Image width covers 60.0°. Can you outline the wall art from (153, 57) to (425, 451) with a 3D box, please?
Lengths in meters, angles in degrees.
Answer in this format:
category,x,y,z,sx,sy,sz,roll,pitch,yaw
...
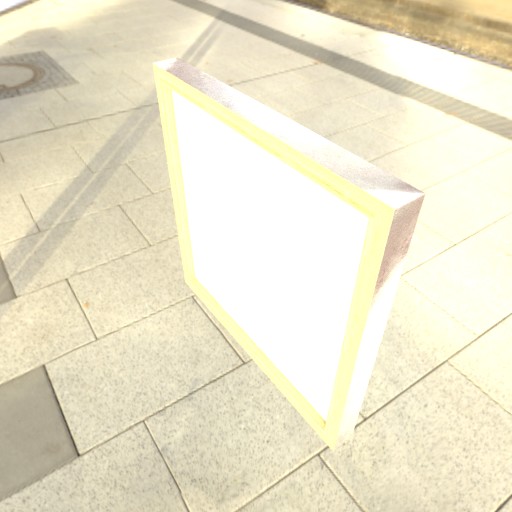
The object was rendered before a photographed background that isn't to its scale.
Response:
category,x,y,z,sx,sy,sz,roll,pitch,yaw
wall art,0.000,0.000,0.450,0.028,0.303,0.303,-26,48,-26
